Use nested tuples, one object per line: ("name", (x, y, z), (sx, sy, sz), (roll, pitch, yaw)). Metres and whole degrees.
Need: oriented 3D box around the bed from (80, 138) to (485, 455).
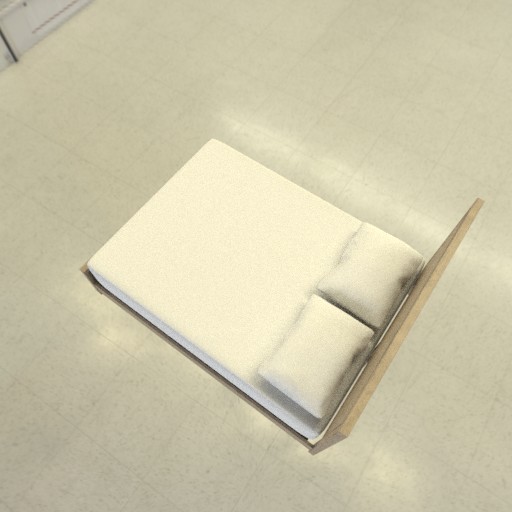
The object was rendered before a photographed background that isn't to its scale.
("bed", (0.000, 0.000, 3.232), (2.189, 1.369, 1.606), (33, 67, 16))
